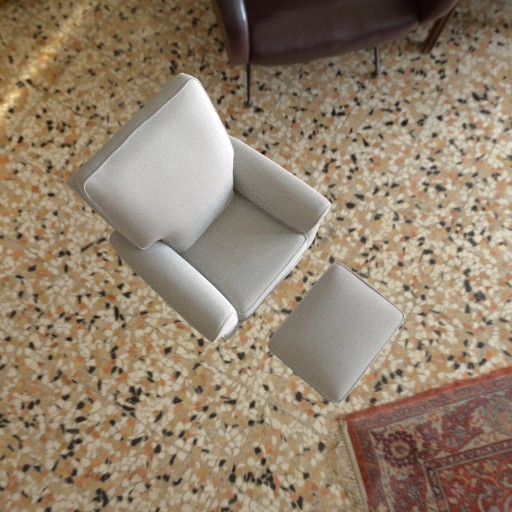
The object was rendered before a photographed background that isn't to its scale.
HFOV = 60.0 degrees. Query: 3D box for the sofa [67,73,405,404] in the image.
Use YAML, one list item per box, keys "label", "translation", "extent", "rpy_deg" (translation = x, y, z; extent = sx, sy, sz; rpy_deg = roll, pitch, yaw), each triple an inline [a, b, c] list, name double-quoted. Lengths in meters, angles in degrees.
- label: "sofa"
  translation: [0.000, 0.000, 2.094]
  extent: [1.478, 0.959, 0.880]
  rpy_deg: [39, 78, 10]
